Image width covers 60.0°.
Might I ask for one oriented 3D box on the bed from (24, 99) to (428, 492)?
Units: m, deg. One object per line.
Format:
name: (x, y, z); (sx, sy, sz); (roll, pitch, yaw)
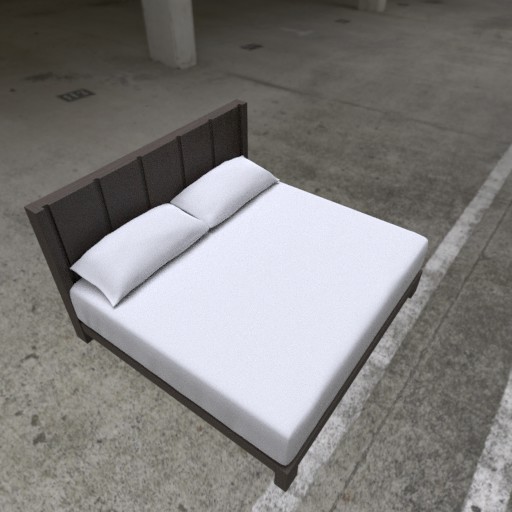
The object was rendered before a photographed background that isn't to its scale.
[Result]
bed: (0.000, 0.000, 3.365); (2.012, 1.270, 2.134); (26, 47, 27)
